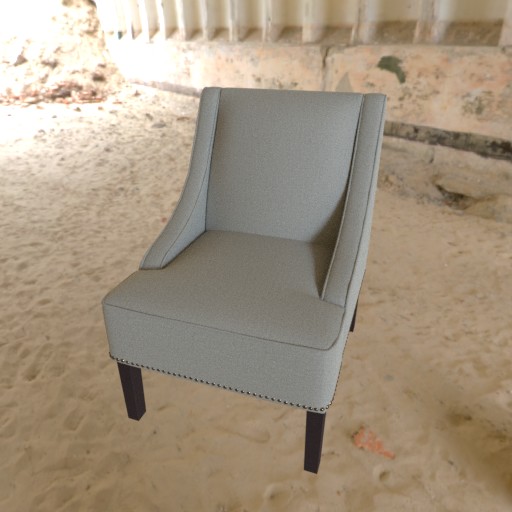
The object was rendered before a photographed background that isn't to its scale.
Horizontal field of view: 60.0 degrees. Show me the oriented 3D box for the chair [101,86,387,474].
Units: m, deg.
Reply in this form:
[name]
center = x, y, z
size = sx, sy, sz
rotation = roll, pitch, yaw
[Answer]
[chair]
center = 0.000, 0.000, 1.322
size = 0.610, 0.864, 0.737
rotation = 9, 28, 17
